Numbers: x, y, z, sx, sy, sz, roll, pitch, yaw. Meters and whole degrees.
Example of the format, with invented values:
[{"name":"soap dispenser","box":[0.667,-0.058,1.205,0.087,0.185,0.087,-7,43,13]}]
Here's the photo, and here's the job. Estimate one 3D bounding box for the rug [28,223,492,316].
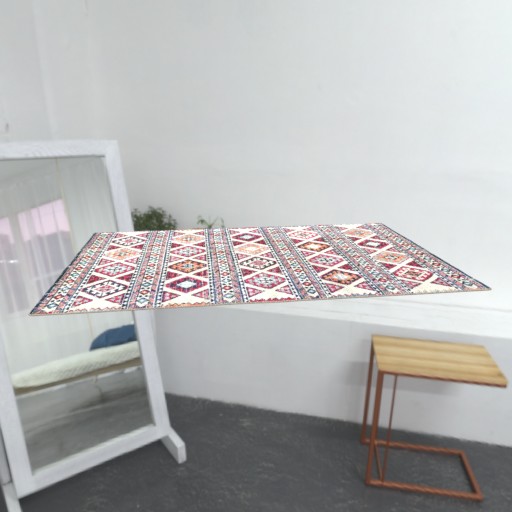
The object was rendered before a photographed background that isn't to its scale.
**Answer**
[{"name":"rug","box":[0.000,0.000,3.015,2.440,0.010,1.545,-2,18,-7]}]
